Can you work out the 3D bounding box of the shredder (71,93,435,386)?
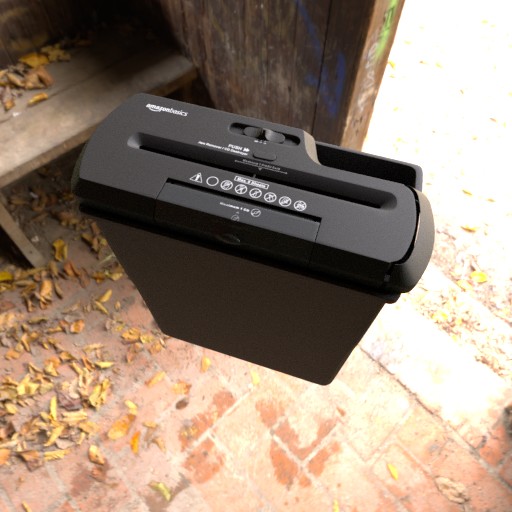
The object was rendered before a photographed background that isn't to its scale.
[{"bbox_3d":[0.000,0.000,0.523,0.320,0.335,0.170,16,60,9],"label":"shredder"}]
